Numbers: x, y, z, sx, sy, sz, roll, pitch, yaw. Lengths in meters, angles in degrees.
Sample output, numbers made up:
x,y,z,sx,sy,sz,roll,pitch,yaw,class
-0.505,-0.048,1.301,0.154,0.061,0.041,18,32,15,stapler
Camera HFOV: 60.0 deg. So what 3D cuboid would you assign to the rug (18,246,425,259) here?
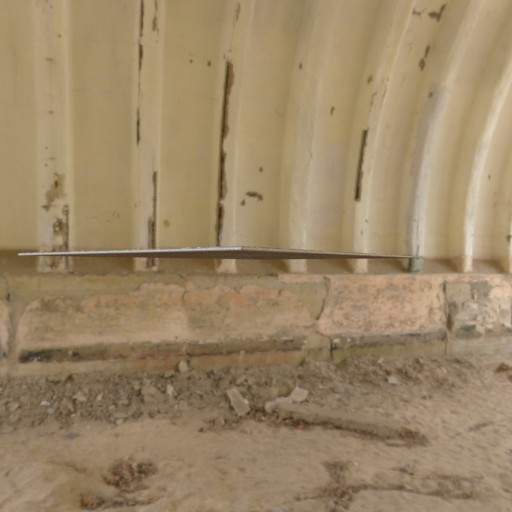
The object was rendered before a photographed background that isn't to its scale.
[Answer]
x,y,z,sx,sy,sz,roll,pitch,yaw,class
0.000,0.000,3.446,1.819,0.018,2.746,-1,-1,35,rug
